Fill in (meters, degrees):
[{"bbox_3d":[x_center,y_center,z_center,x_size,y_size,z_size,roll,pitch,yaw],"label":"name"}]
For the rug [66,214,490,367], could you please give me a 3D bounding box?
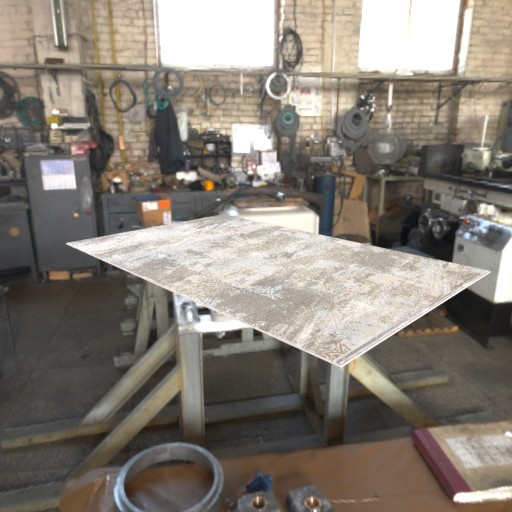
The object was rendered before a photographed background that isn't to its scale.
[{"bbox_3d":[0.000,0.000,2.957,1.536,0.012,2.431,-16,23,-42],"label":"rug"}]
